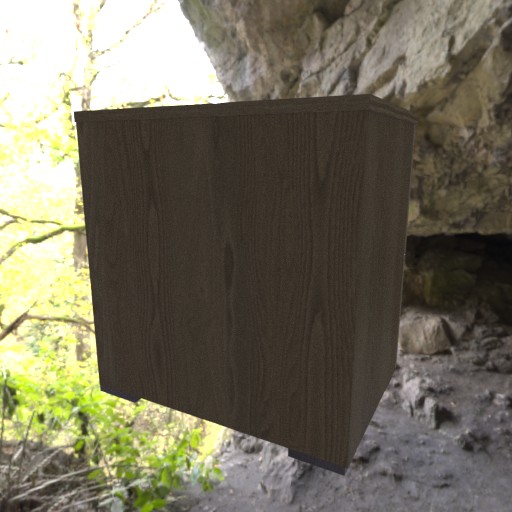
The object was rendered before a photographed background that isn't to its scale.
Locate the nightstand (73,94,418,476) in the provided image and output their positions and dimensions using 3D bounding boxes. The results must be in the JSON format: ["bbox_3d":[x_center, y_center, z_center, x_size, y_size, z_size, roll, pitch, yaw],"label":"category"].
[{"bbox_3d":[0.000,0.000,0.750,0.442,0.461,0.325,7,15,27],"label":"nightstand"}]
